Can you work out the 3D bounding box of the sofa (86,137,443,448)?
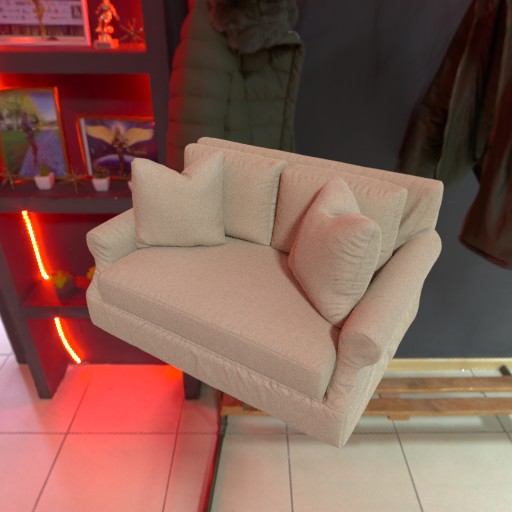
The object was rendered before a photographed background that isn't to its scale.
[{"bbox_3d":[0.000,0.000,2.200,1.550,0.905,1.070,18,35,28],"label":"sofa"}]
